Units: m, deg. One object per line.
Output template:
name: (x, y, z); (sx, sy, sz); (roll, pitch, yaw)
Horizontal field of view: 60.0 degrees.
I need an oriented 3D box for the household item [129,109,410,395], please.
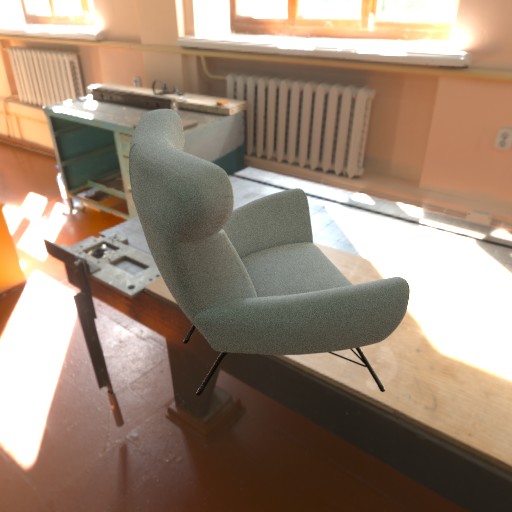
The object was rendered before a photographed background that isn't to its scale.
household item: (0.000, 0.000, 1.814); (0.900, 1.050, 0.980); (-9, 31, -16)
